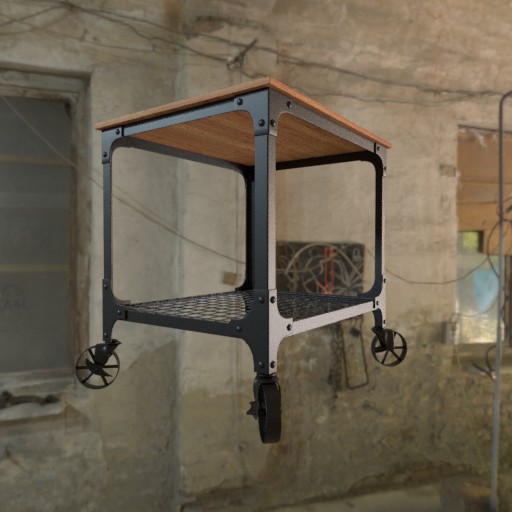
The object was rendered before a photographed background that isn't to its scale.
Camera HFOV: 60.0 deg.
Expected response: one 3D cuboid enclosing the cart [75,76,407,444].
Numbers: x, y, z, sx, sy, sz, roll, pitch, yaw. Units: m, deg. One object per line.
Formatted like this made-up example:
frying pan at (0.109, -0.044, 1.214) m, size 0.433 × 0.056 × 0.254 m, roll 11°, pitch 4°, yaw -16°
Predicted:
cart at (0.000, 0.000, 1.109) m, size 0.558 × 0.603 × 0.666 m, roll 1°, pitch 1°, yaw 36°
